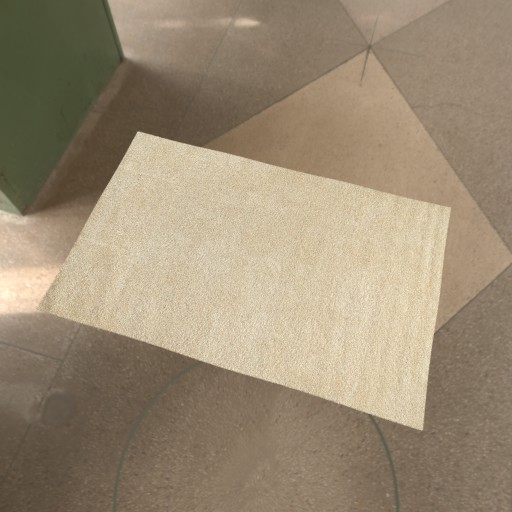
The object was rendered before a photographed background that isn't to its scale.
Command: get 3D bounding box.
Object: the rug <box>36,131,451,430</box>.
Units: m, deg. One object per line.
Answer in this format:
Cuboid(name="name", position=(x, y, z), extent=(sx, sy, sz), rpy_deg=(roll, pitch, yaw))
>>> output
Cuboid(name="rug", position=(0.000, 0.000, 2.886), extent=(2.346, 0.025, 1.500), rpy_deg=(15, 64, 8))
